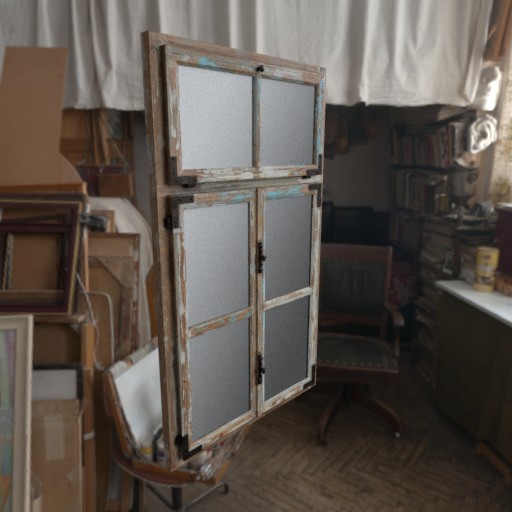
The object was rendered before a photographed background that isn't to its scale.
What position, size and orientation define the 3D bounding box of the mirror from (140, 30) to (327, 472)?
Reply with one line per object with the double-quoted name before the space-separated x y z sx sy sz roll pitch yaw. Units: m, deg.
"mirror" 0.000 0.000 1.426 0.083 1.213 0.707 13 19 43
